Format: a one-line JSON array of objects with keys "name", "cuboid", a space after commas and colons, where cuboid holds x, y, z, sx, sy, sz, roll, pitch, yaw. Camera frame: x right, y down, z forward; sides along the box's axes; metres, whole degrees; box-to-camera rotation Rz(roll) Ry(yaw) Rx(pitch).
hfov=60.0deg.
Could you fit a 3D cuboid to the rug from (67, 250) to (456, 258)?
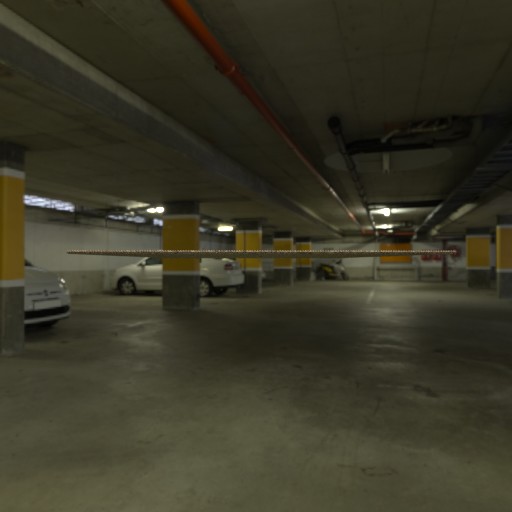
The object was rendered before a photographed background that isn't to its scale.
[{"name": "rug", "cuboid": [0.000, 0.000, 2.886, 1.547, 0.013, 2.283, 0, -1, -1]}]
